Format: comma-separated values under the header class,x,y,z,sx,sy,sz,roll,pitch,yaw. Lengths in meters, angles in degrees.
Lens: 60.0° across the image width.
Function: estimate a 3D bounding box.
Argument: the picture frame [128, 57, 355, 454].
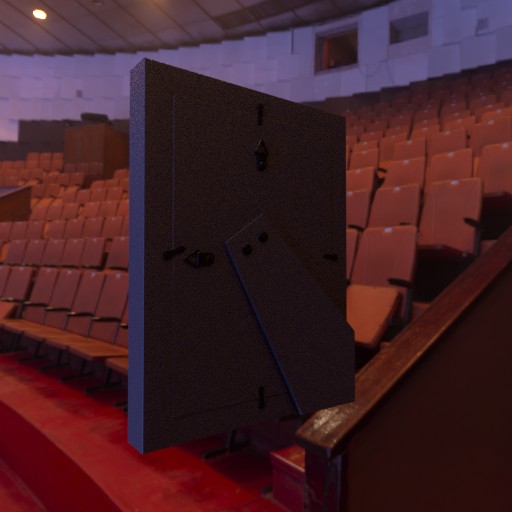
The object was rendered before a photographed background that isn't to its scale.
class,x,y,z,sx,sy,sz,roll,pitch,yaw
picture frame,0.000,0.000,0.284,0.157,0.208,0.028,1,-1,-37
